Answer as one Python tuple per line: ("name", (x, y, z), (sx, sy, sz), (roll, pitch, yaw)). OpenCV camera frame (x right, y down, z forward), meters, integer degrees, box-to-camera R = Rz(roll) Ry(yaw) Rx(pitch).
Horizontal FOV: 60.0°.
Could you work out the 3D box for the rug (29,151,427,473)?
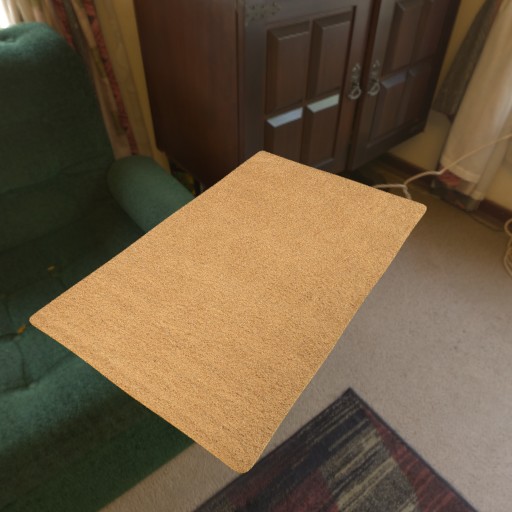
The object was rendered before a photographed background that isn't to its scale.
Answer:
("rug", (0.000, 0.000, 2.893), (1.500, 0.025, 2.349), (25, 47, 25))
